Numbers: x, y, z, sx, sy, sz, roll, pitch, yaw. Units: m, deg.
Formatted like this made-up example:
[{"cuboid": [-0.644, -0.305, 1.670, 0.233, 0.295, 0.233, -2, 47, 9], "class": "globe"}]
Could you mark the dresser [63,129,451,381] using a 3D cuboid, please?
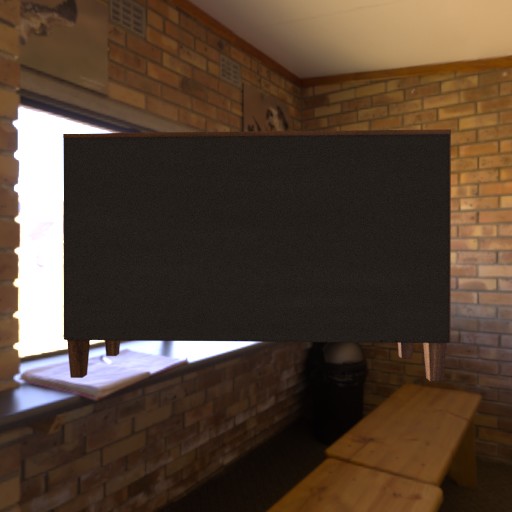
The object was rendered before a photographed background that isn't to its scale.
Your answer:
[{"cuboid": [0.000, 0.000, 1.803, 1.387, 0.892, 0.438, 0, 0, 2], "class": "dresser"}]
